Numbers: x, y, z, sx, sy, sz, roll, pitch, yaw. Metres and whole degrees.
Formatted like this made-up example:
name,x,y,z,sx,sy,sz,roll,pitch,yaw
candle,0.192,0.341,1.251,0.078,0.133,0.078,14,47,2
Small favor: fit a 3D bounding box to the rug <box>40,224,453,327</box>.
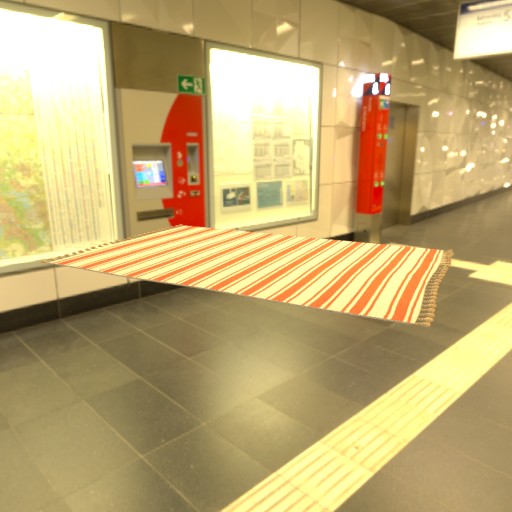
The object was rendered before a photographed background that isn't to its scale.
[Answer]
name,x,y,z,sx,sy,sz,roll,pitch,yaw
rug,0.000,0.000,3.054,2.433,0.022,1.556,7,15,26
